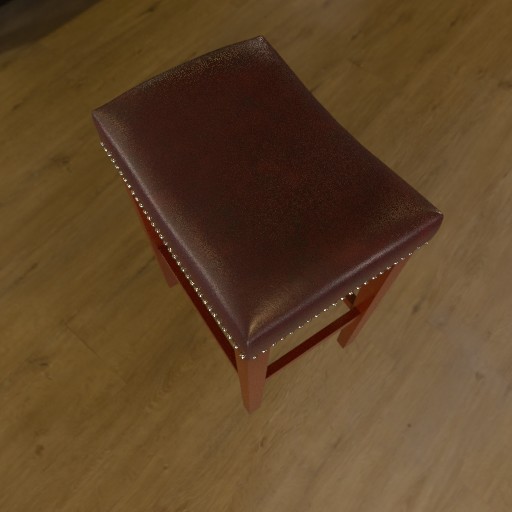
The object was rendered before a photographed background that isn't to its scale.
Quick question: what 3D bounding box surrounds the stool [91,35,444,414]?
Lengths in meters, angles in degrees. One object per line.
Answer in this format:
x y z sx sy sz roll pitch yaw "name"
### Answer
0.000 0.000 1.017 0.372 0.742 0.504 -31 67 -15 "stool"
